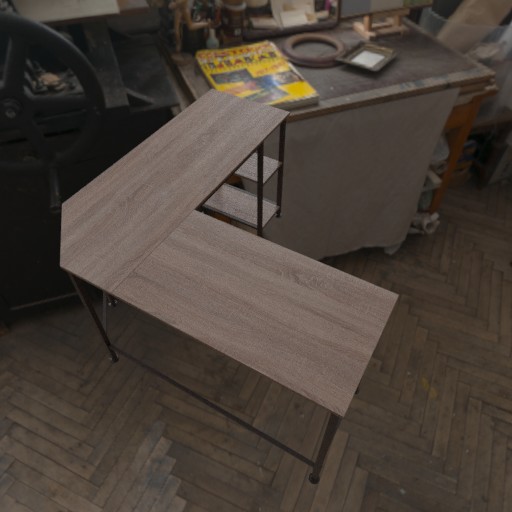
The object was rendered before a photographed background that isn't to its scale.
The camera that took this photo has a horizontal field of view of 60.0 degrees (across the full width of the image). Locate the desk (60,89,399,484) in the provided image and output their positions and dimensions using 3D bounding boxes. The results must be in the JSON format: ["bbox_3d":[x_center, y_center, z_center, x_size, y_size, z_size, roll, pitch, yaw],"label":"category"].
[{"bbox_3d":[0.000,0.000,2.167,1.379,0.739,1.379,23,53,19],"label":"desk"}]
